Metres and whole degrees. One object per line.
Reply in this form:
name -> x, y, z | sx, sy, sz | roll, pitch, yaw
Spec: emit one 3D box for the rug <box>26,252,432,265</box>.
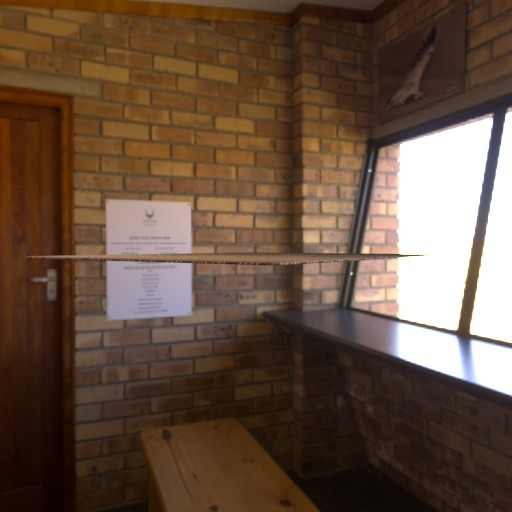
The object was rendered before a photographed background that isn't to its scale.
rug -> 0.000, 0.000, 3.920 | 2.305, 0.017, 2.902 | 1, 1, 35
